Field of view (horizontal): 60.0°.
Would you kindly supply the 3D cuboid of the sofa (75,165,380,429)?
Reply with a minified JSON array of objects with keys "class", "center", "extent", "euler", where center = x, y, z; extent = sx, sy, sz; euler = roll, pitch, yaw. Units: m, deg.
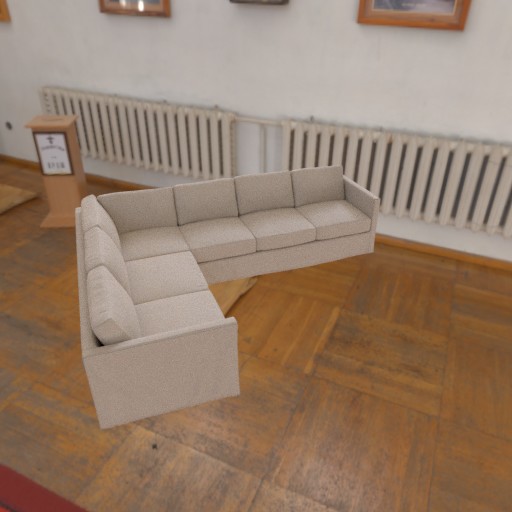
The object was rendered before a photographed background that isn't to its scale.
[{"class":"sofa","center":[0.000,0.000,4.290],"extent":[3.182,0.871,2.432],"euler":[-11,32,-18]}]
